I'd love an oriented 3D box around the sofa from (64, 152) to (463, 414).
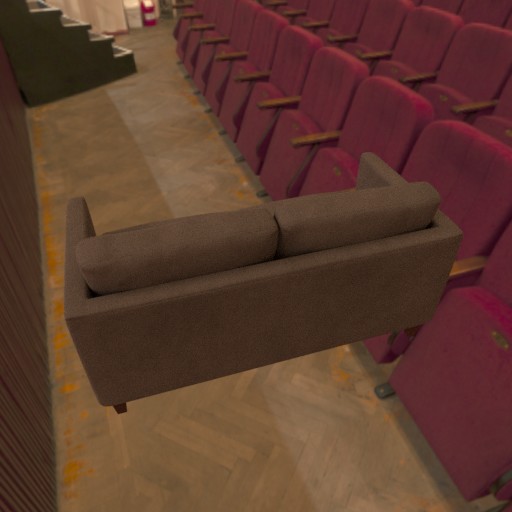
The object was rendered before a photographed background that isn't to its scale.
[{"bbox_3d":[0.000,0.000,2.452,1.884,0.963,0.950,-11,41,-13],"label":"sofa"}]
